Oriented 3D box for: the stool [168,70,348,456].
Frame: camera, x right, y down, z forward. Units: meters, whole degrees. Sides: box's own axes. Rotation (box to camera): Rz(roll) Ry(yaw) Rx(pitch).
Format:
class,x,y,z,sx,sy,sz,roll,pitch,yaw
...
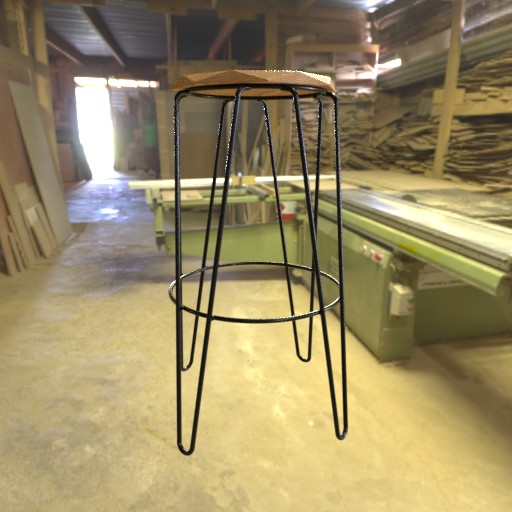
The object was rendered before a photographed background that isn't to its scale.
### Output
class,x,y,z,sx,sy,sz,roll,pitch,yaw
stool,0.000,0.000,0.822,0.326,0.610,0.326,-2,16,-8
